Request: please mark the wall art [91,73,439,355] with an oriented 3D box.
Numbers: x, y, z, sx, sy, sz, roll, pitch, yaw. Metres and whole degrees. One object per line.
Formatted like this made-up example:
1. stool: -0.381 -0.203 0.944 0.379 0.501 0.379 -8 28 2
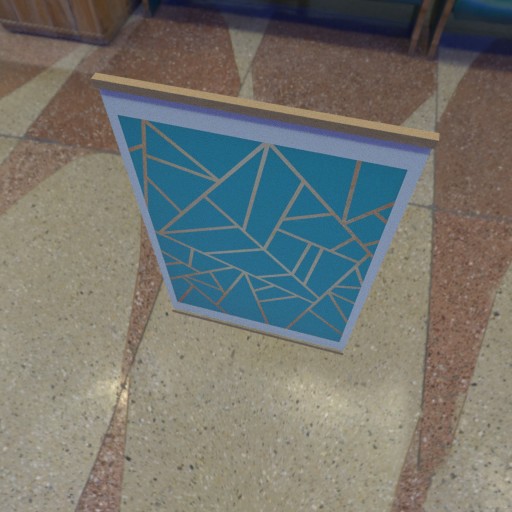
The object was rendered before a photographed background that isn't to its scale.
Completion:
1. wall art: 0.000 0.000 1.861 0.990 1.519 0.030 13 57 8
